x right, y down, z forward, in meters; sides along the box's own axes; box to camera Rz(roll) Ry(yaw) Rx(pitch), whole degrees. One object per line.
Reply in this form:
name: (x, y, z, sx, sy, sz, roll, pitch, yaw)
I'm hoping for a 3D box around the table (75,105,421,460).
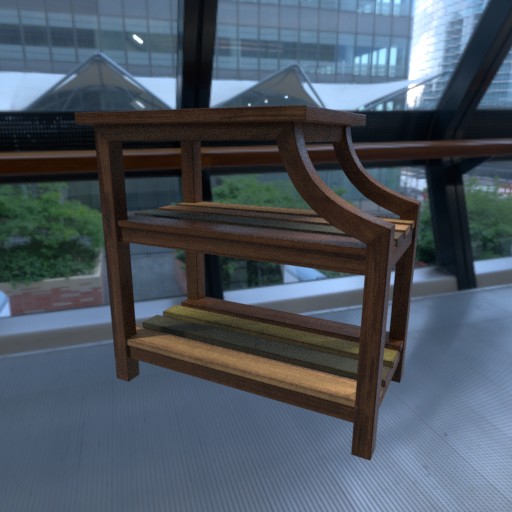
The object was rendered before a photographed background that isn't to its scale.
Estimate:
table: (0.000, 0.000, 0.951, 0.609, 0.584, 0.356, 8, 17, 26)
